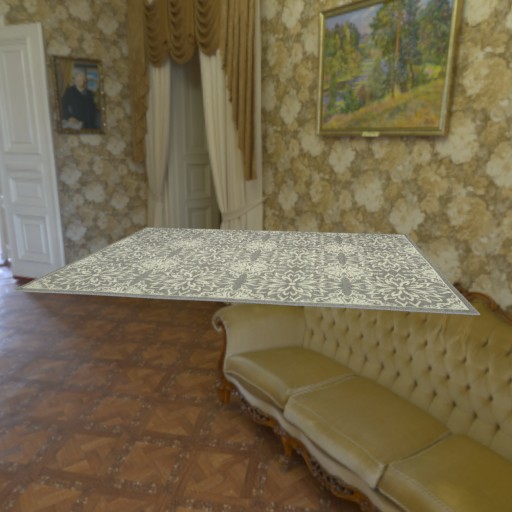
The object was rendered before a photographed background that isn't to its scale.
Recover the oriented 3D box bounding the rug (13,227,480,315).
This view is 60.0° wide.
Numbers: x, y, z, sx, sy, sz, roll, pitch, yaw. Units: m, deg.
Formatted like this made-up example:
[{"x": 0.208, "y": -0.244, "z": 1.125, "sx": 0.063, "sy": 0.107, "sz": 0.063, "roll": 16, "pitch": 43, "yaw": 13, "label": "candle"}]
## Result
[{"x": 0.000, "y": 0.000, "z": 3.914, "sx": 2.980, "sy": 0.012, "sz": 2.363, "roll": 2, "pitch": 14, "yaw": 8, "label": "rug"}]
